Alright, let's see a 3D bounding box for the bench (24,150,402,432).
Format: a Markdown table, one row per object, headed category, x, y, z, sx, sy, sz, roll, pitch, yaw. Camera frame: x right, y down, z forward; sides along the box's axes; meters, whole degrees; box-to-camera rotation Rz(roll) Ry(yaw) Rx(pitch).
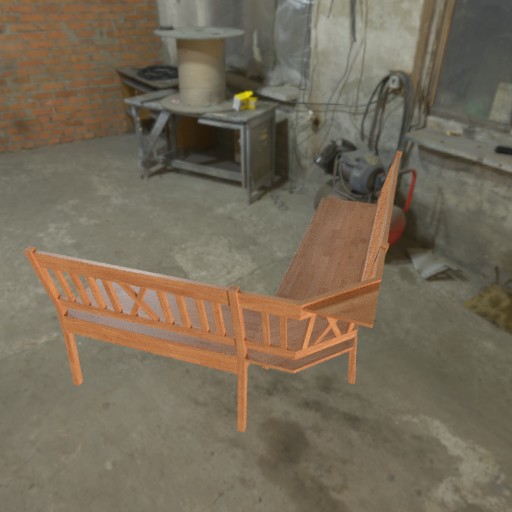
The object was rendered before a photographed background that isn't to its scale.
| category | x | y | z | sx | sy | sz | roll | pitch | yaw |
| --- | --- | --- | --- | --- | --- | --- | --- | --- | --- |
| bench | 0.000 | 0.000 | 2.780 | 1.537 | 0.902 | 1.937 | 10 | 33 | 15 |
